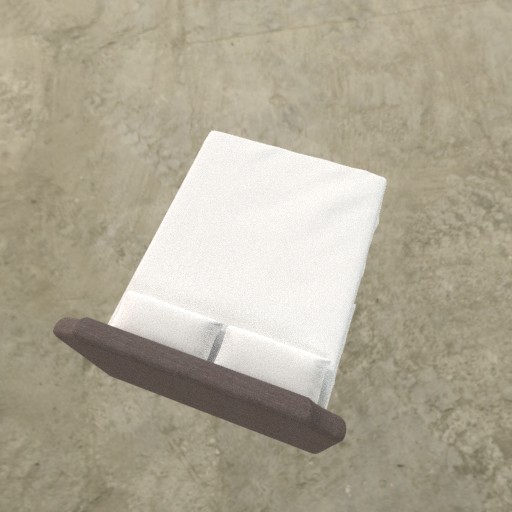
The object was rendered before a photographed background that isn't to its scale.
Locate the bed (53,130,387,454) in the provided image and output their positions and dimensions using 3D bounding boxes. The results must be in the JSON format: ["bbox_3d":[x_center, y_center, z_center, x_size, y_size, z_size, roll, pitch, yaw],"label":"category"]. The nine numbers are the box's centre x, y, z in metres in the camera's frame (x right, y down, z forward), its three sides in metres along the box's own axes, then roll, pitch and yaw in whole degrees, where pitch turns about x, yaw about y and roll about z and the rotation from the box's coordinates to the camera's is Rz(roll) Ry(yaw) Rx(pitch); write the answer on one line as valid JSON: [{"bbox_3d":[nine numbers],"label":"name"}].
[{"bbox_3d":[0.000,0.000,3.182,1.693,1.290,2.116,18,64,9],"label":"bed"}]
